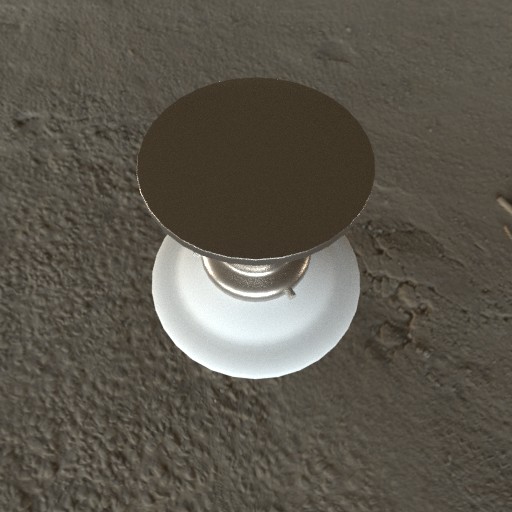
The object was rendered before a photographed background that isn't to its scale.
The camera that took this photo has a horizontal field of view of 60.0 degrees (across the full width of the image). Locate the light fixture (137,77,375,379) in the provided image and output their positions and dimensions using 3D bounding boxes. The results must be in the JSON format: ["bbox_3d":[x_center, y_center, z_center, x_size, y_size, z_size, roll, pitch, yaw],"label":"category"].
[{"bbox_3d":[0.000,0.000,0.393,0.199,0.254,0.199,0,60,0],"label":"light fixture"}]
